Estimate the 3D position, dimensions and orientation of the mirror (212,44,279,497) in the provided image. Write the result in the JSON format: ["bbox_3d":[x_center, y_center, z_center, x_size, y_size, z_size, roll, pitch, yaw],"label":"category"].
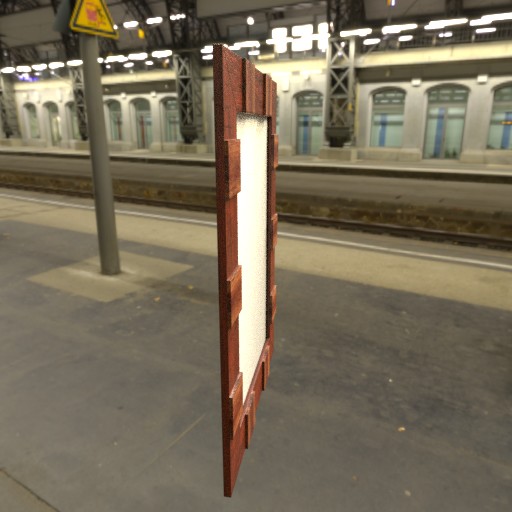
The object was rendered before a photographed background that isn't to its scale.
[{"bbox_3d":[0.000,0.000,1.031,0.021,0.805,0.600,3,16,10],"label":"mirror"}]
